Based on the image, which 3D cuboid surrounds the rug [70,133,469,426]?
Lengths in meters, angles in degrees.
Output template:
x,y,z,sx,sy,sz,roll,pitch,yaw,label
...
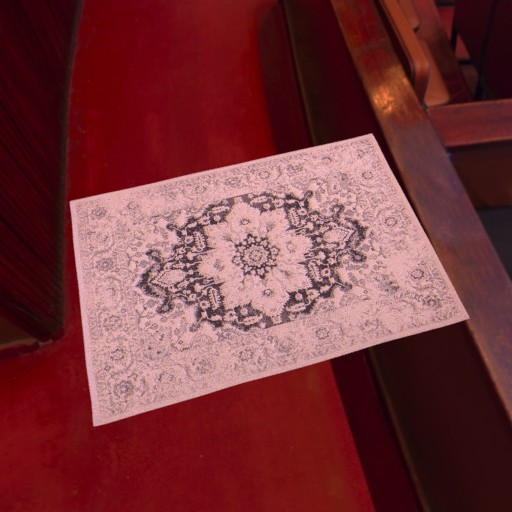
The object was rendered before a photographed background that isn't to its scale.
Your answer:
x,y,z,sx,sy,sz,roll,pitch,yaw,label
0.000,0.000,2.301,1.813,0.008,1.223,-14,63,-7,rug
